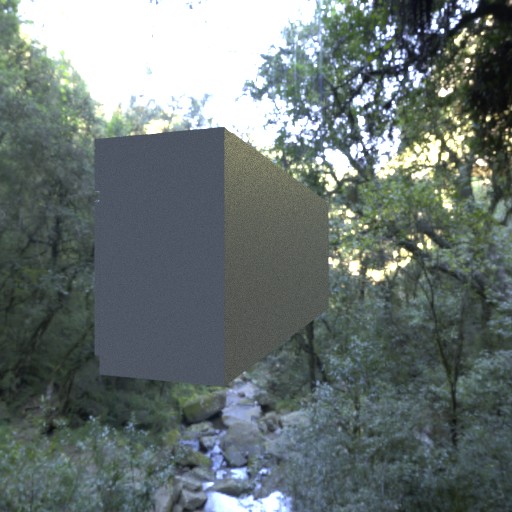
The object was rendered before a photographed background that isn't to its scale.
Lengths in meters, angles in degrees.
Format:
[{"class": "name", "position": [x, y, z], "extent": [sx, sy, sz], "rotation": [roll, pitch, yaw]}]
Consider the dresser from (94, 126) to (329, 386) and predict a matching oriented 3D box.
[{"class": "dresser", "position": [0.000, 0.000, 2.553], "extent": [0.500, 0.840, 2.200], "rotation": [0, 0, 18]}]
